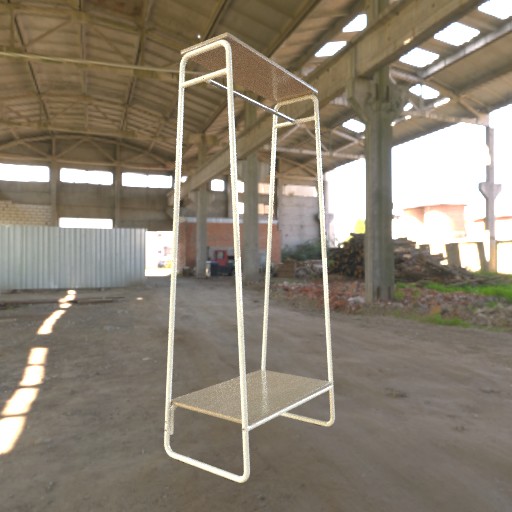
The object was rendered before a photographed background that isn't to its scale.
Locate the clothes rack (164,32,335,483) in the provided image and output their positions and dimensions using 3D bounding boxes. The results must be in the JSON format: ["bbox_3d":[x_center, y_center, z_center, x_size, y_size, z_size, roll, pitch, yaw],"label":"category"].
[{"bbox_3d":[0.000,0.000,1.819,0.400,1.512,0.640,0,-1,36],"label":"clothes rack"}]
